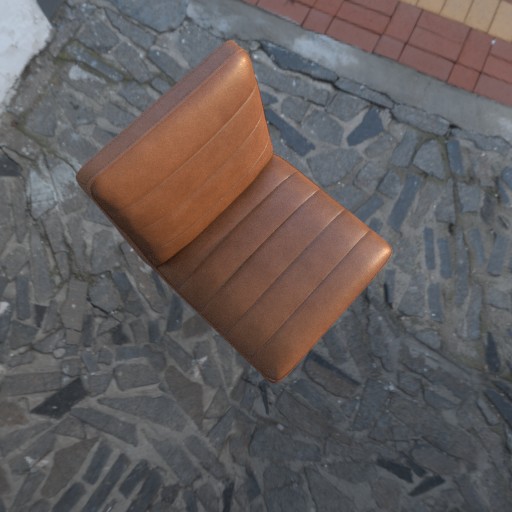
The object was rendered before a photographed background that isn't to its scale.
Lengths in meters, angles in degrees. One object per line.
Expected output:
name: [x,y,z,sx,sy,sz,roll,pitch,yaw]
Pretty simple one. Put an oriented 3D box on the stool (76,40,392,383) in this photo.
stool: [0.000,0.000,1.252,0.556,0.940,0.458,42,79,11]
